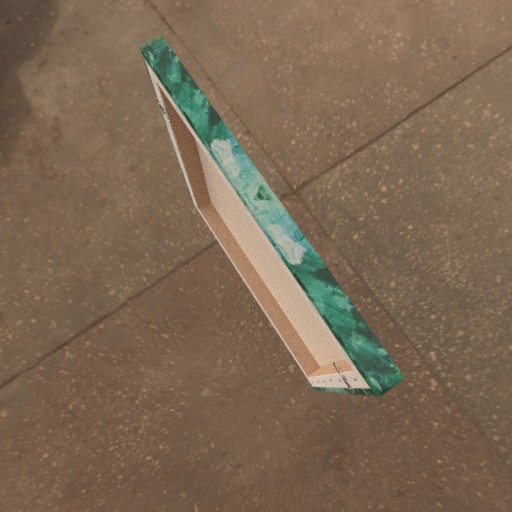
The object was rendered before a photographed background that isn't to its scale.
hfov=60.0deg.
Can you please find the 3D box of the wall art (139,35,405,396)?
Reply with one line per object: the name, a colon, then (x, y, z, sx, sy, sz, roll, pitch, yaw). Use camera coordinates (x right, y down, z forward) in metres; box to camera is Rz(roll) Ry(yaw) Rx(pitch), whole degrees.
wall art: (0.000, 0.000, 0.748, 0.038, 0.508, 0.507, -32, 76, -9)
